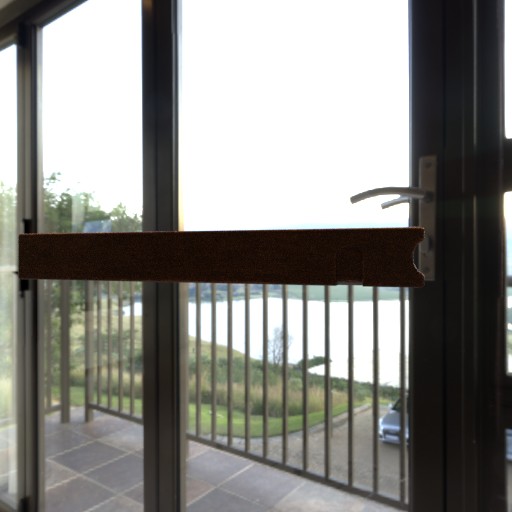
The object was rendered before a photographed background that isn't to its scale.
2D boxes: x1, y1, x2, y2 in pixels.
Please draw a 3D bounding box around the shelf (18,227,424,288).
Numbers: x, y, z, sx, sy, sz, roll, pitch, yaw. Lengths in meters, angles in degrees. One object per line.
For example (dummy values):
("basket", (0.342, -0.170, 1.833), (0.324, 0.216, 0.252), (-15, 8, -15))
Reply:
("shelf", (0.000, 0.000, 0.439), (0.296, 0.035, 0.296), (0, 0, 18))
